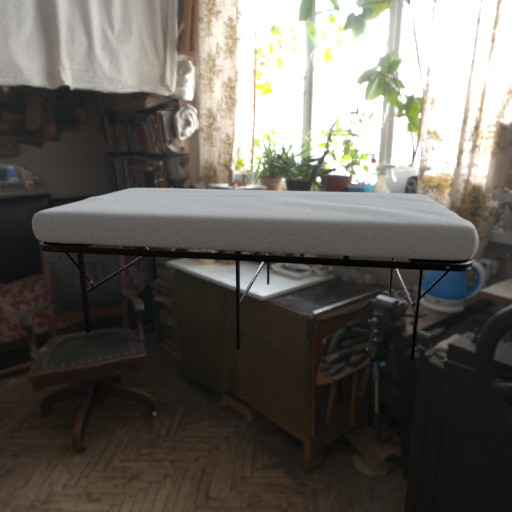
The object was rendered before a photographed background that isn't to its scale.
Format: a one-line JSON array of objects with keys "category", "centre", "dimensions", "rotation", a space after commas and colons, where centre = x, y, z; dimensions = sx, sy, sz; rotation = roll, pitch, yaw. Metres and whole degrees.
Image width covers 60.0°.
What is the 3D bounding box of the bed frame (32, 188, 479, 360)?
[{"category": "bed frame", "centre": [0.000, 0.000, 2.349], "dimensions": [1.903, 0.619, 0.989], "rotation": [3, 15, 10]}]
